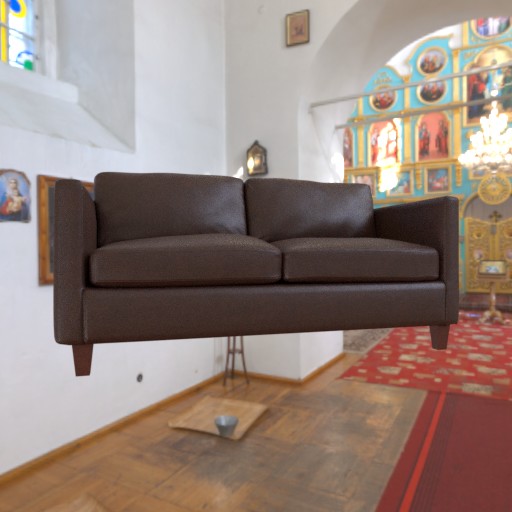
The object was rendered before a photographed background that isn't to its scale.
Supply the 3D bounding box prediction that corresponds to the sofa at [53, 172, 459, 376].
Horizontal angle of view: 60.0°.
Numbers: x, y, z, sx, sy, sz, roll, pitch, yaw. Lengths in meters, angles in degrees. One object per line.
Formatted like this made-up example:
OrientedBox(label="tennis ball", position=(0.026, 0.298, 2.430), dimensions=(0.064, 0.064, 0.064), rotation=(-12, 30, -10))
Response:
OrientedBox(label="sofa", position=(0.000, 0.000, 2.373), dimensions=(1.883, 0.933, 0.951), rotation=(0, 0, -16))
